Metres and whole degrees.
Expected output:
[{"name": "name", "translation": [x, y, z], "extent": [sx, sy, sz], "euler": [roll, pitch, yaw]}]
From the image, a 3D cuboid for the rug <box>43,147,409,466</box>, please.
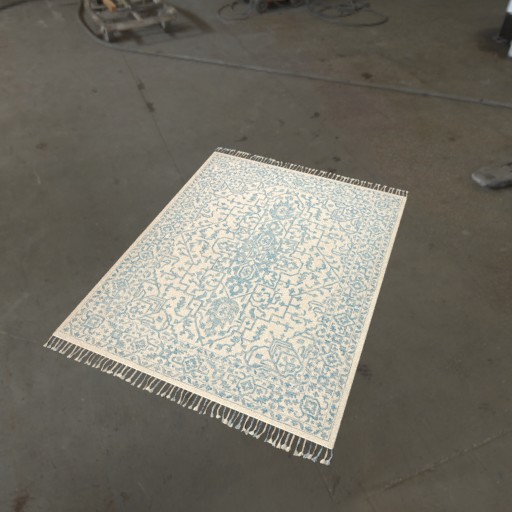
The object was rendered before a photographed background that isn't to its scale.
[{"name": "rug", "translation": [0.000, 0.000, 4.383], "extent": [2.464, 0.010, 3.327], "euler": [17, 48, 16]}]
